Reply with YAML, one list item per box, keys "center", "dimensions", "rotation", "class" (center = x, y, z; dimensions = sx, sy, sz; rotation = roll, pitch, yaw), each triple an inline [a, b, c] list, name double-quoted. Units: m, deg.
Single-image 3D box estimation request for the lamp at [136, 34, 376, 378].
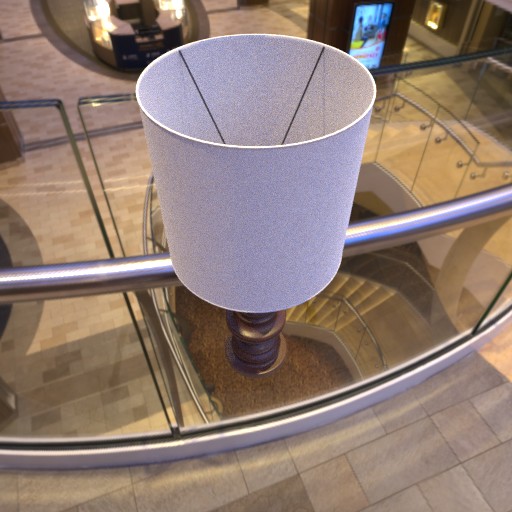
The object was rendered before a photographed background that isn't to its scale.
- center: [0.000, 0.000, 0.558]
  dimensions: [0.208, 0.455, 0.208]
  rotation: [17, 49, 15]
  class: "lamp"
